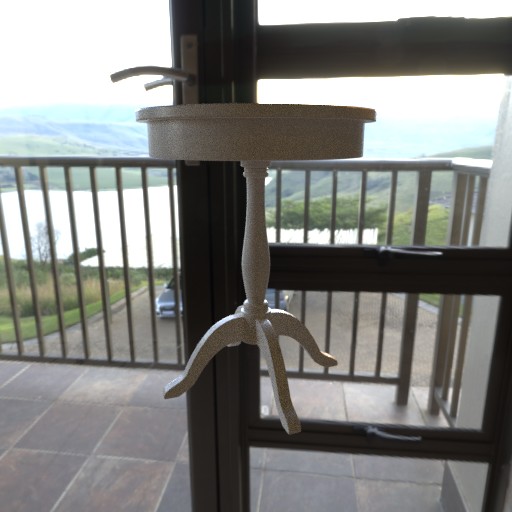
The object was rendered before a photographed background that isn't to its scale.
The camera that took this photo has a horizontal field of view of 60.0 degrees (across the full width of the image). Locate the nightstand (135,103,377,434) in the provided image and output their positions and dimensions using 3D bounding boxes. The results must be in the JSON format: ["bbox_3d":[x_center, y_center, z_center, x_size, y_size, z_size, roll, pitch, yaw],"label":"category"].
[{"bbox_3d":[0.000,0.000,1.054,0.513,0.653,0.513,-3,15,-11],"label":"nightstand"}]
